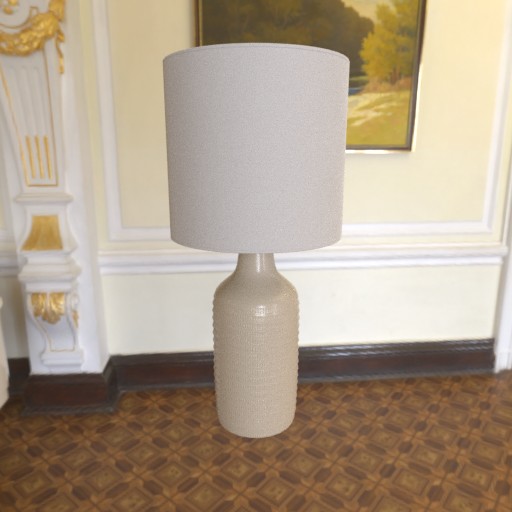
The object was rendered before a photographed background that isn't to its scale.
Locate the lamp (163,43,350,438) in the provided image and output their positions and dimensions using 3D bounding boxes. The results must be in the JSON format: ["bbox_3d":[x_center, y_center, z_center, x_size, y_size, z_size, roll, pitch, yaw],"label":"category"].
[{"bbox_3d":[0.000,0.000,0.589,0.220,0.475,0.220,2,14,7],"label":"lamp"}]
